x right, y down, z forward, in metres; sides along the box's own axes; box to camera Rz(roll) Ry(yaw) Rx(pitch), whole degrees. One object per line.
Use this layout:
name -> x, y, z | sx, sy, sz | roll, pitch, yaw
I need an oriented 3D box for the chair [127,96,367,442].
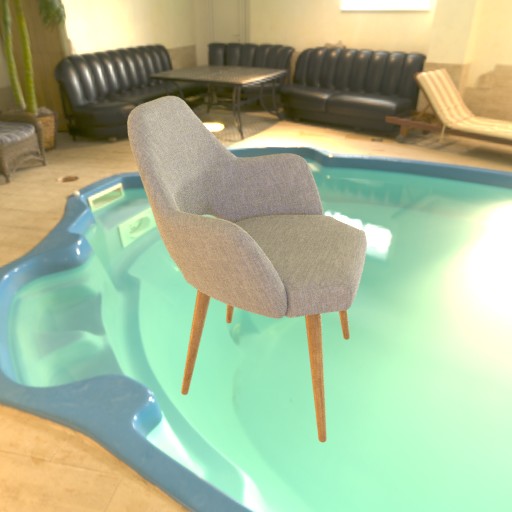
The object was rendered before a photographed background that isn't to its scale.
chair -> 0.000, 0.000, 1.293 | 0.610, 0.840, 0.590 | 9, 31, 16
